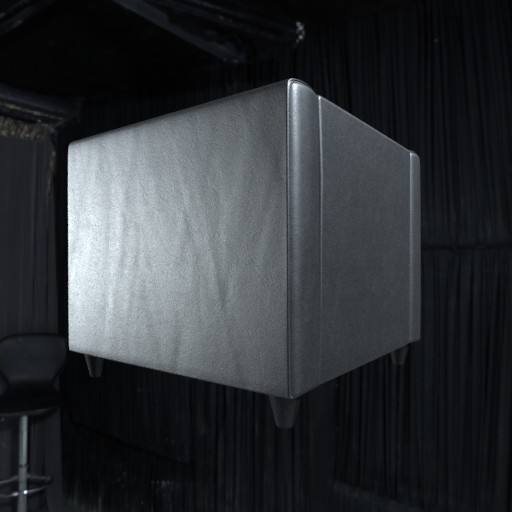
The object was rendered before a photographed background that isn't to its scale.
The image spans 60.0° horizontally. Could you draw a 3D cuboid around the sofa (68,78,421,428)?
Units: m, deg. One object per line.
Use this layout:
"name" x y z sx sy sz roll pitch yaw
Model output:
"sofa" 0.000 0.000 1.423 0.809 0.724 0.839 0 -1 37
